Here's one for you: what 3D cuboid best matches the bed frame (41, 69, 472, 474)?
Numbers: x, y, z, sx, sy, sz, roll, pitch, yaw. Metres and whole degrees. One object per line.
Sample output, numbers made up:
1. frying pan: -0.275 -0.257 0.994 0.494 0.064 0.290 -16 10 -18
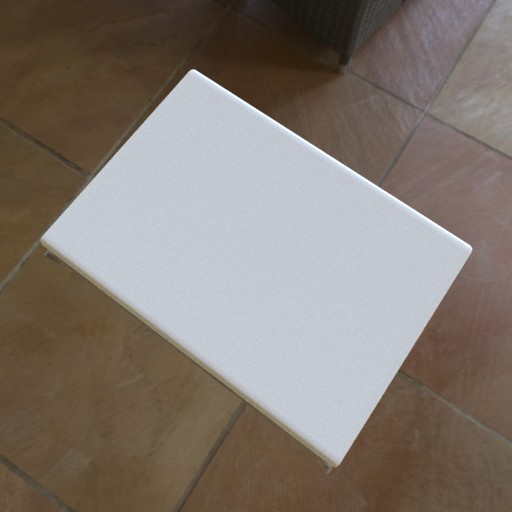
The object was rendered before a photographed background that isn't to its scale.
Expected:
1. bed frame: 0.000 0.000 2.592 1.945 0.497 1.445 35 78 9
